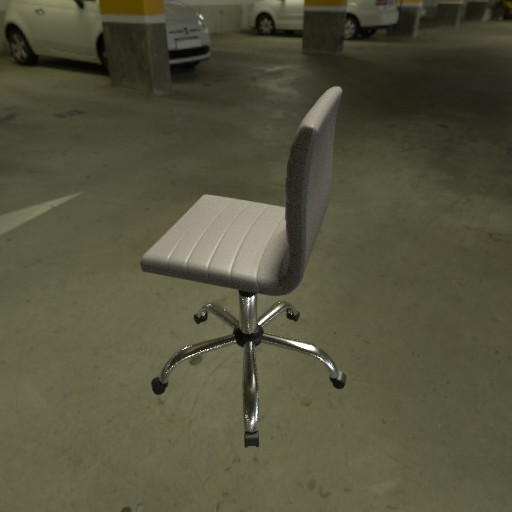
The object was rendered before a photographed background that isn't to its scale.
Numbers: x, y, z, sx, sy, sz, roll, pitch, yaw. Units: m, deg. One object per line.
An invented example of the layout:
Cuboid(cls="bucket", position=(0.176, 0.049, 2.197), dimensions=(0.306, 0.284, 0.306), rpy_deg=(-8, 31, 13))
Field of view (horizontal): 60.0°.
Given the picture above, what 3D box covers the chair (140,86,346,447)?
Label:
Cuboid(cls="chair", position=(0.000, 0.000, 1.131), dimensions=(0.530, 0.780, 0.556), rpy_deg=(8, 32, 14))
